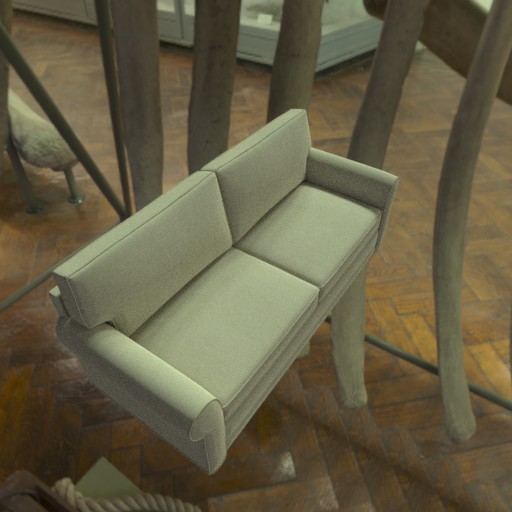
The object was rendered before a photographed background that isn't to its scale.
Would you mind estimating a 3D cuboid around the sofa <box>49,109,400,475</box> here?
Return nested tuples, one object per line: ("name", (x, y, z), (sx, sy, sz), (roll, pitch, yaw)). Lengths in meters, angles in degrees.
("sofa", (0.000, 0.000, 2.591), (0.901, 0.962, 2.146), (25, 48, 25))
